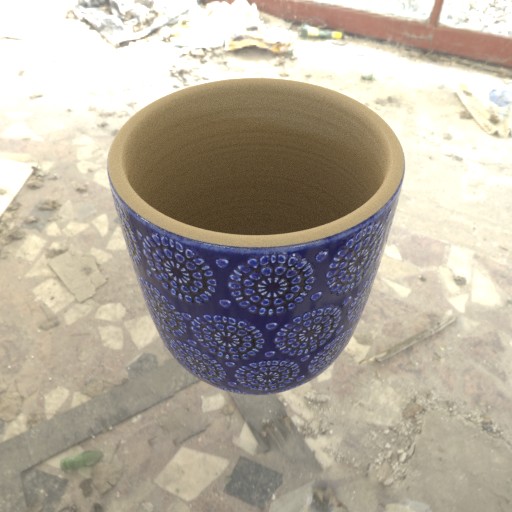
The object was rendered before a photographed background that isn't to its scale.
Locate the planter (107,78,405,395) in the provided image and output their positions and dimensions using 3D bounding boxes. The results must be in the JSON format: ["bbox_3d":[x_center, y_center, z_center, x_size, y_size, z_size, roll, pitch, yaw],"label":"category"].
[{"bbox_3d":[0.000,0.000,0.349,0.184,0.206,0.184,0,47,0],"label":"planter"}]
